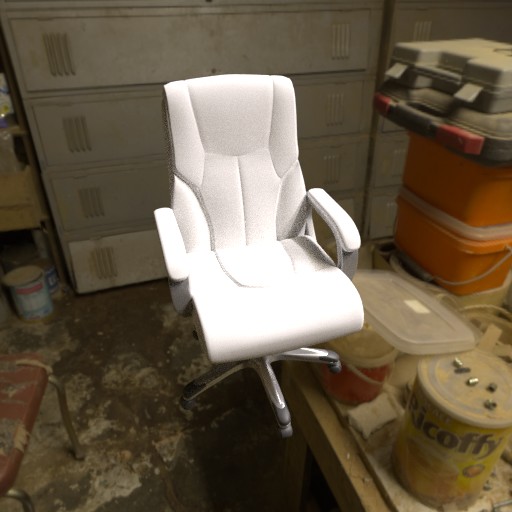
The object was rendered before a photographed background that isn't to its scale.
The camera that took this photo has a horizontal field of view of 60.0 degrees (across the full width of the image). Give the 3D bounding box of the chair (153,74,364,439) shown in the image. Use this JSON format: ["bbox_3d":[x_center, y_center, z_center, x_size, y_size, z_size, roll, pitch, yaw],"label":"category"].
[{"bbox_3d":[0.000,0.000,1.598,0.687,1.120,0.738,-9,33,-15],"label":"chair"}]
